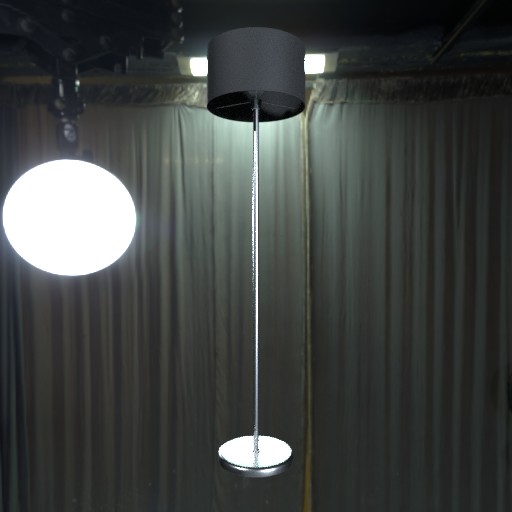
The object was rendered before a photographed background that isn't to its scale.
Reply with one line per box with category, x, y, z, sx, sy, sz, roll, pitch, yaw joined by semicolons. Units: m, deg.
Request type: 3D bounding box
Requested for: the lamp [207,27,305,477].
lamp;0.000;0.000;1.575;0.348;1.443;0.348;0;1;-1
